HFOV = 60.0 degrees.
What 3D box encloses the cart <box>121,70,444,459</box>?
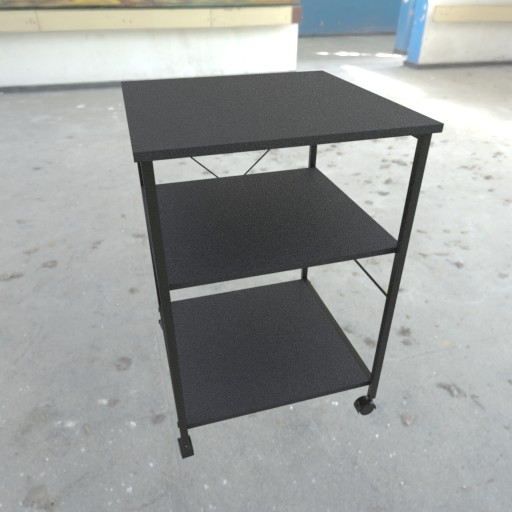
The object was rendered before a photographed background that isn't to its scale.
[{"bbox_3d":[0.000,0.000,1.112,0.521,0.762,0.520,-9,34,-14],"label":"cart"}]
